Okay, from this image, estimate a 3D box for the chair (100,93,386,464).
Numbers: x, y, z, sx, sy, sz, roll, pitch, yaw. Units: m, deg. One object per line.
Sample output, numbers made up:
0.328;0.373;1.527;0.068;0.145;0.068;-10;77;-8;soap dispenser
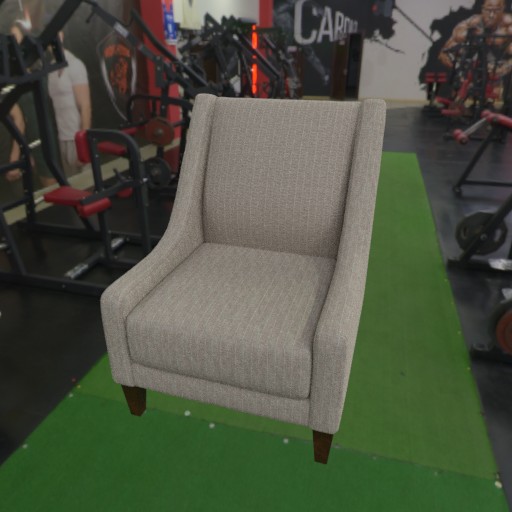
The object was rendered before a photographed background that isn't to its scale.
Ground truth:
0.000;0.000;1.594;0.774;1.014;0.870;8;27;16;chair
